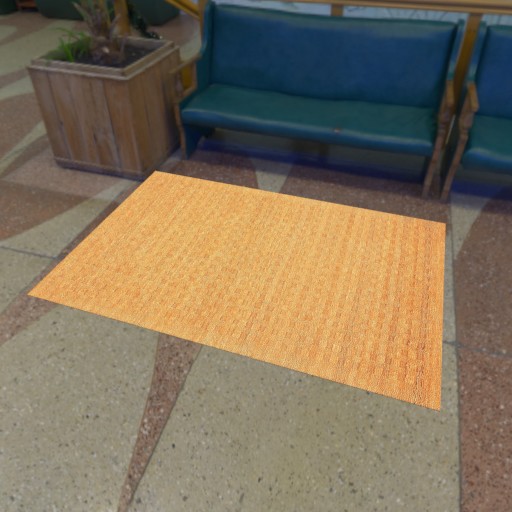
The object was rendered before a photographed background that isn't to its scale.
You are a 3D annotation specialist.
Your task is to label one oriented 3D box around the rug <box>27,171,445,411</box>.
[{"bbox_3d":[0.000,0.000,2.842,2.285,0.006,1.524,12,42,14],"label":"rug"}]
